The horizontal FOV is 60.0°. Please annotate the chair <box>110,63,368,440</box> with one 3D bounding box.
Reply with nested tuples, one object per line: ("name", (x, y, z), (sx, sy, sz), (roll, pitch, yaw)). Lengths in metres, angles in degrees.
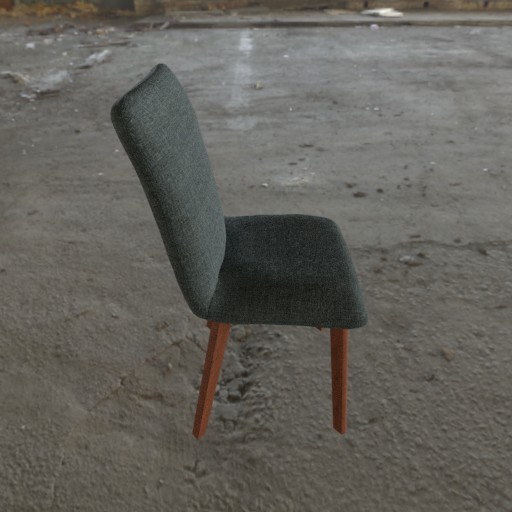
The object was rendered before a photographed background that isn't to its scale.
("chair", (0.000, 0.000, 1.270), (0.563, 0.974, 0.522), (0, 34, 0))
